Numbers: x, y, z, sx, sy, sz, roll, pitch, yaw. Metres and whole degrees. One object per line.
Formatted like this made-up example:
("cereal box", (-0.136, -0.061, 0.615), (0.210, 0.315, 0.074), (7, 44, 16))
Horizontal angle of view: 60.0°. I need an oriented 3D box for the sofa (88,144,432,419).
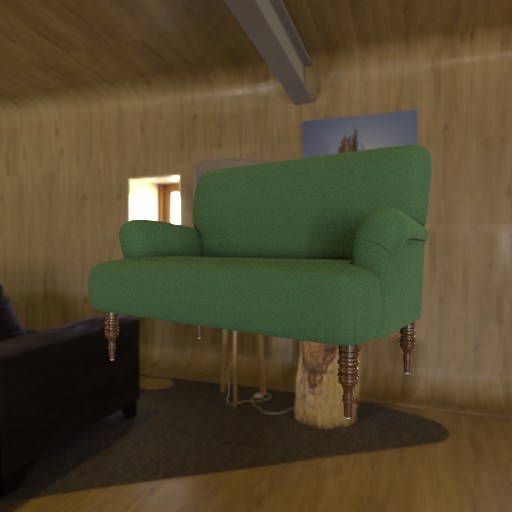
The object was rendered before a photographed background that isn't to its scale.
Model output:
("sofa", (0.000, 0.000, 1.805), (1.297, 0.889, 0.779), (1, 2, 36))
